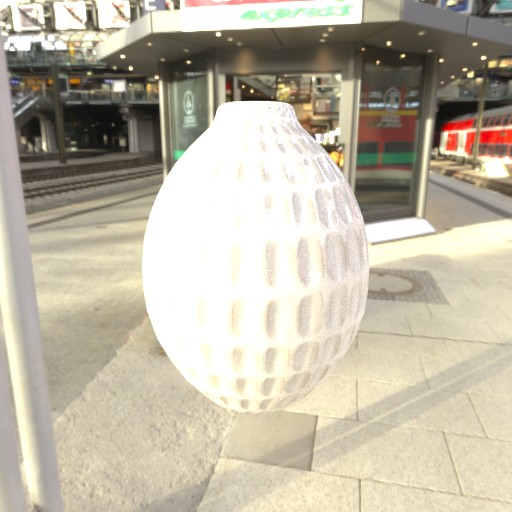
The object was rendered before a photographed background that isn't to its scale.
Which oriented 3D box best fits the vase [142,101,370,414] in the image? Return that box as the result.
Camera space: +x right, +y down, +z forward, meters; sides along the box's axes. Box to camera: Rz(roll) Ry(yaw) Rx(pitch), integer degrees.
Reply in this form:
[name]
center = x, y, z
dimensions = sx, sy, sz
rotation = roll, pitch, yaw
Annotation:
[vase]
center = 0.000, 0.000, 0.256
dimensions = 0.128, 0.167, 0.128
rotation = 0, 15, 0
